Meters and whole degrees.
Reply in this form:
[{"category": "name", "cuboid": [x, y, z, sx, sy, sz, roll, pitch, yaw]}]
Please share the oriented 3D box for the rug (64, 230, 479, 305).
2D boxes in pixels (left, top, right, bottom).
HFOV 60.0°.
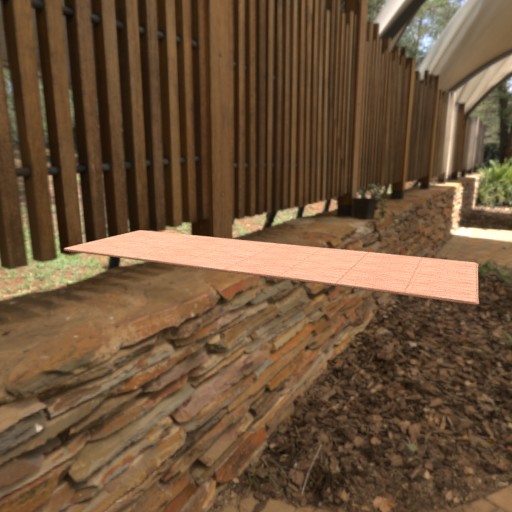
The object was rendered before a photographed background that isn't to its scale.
[{"category": "rug", "cuboid": [0.000, 0.000, 2.698, 2.435, 0.015, 0.760, 6, 15, 25]}]
